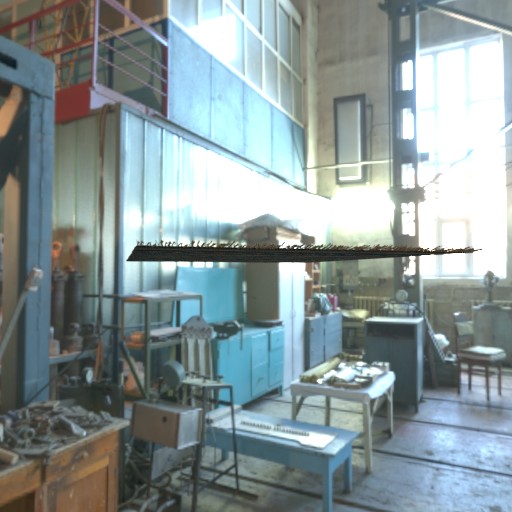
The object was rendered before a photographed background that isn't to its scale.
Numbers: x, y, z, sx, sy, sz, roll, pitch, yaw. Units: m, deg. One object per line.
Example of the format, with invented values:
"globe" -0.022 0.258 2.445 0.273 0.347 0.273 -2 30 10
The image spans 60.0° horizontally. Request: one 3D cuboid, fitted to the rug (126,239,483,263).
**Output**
"rug" 0.000 0.000 4.378 2.418 0.047 3.307 1 -2 -17
